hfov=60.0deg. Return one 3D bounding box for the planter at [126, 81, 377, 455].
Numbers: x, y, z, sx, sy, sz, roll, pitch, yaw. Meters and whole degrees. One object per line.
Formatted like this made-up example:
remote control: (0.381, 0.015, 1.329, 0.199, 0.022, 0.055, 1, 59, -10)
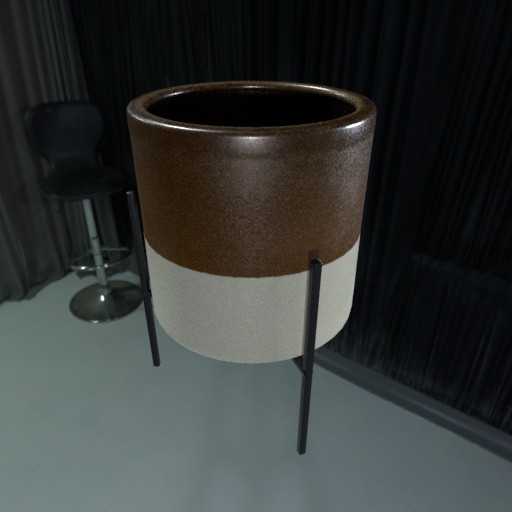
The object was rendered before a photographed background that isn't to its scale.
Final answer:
planter: (0.000, 0.000, 0.549, 0.255, 0.375, 0.269, 19, 35, 29)
